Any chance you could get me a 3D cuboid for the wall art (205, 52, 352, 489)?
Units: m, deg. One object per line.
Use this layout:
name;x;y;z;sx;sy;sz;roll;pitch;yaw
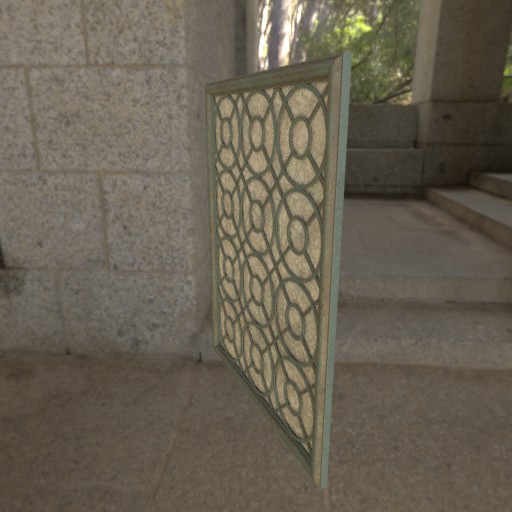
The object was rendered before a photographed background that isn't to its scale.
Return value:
wall art;0.000;0.000;1.278;0.030;0.983;0.767;-8;19;-24
